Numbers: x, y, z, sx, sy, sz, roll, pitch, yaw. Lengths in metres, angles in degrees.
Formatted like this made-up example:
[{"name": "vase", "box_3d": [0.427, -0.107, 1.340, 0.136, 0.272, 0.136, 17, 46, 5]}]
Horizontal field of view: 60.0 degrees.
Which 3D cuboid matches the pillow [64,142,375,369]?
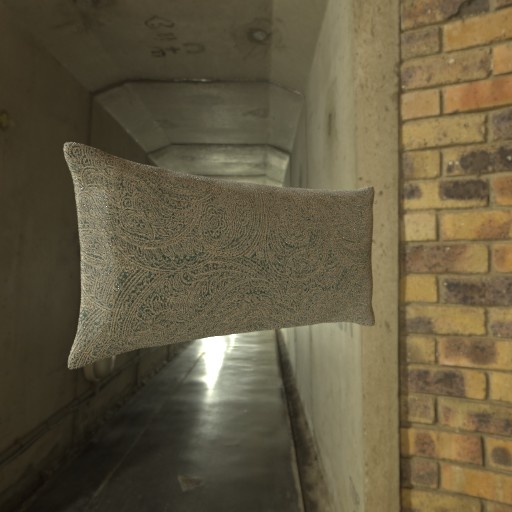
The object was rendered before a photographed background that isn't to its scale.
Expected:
[{"name": "pillow", "box_3d": [0.000, 0.000, 0.753, 0.615, 0.295, 0.151, 0, 0, -37]}]
